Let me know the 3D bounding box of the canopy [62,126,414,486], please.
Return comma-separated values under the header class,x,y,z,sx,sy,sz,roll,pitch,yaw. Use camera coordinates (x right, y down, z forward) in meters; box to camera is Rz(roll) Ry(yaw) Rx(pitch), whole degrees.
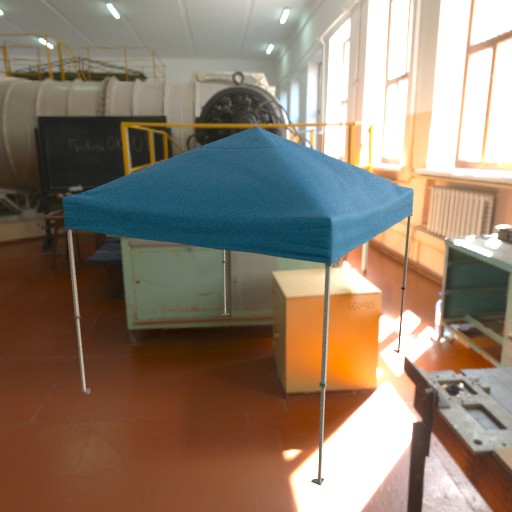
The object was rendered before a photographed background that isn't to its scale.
class,x,y,z,sx,sy,sz,roll,pitch,yaw
canopy,0.000,0.000,5.330,2.998,2.997,2.996,8,15,29
